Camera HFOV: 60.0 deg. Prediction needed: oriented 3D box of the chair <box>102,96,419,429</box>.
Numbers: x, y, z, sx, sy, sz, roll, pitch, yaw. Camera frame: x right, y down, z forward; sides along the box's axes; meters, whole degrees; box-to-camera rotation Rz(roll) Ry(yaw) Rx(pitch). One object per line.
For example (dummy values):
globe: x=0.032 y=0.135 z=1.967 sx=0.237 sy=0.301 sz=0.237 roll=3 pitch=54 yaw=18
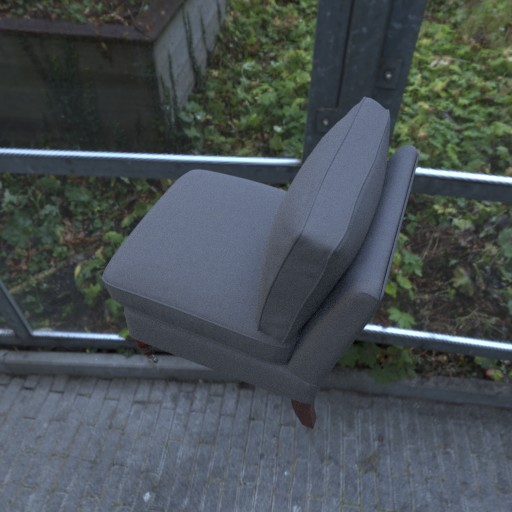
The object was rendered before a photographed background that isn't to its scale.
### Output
chair: x=0.000 y=0.000 z=1.665 sx=0.924 sy=1.045 sz=0.724 roll=16 pitch=50 yaw=15
